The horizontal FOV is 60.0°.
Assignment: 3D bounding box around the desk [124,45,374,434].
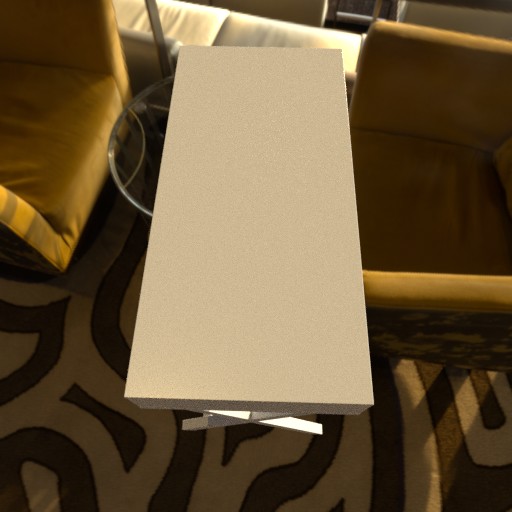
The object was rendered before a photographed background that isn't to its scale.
[{"bbox_3d":[0.000,0.000,1.481,0.509,0.780,1.059,2,63,1],"label":"desk"}]
